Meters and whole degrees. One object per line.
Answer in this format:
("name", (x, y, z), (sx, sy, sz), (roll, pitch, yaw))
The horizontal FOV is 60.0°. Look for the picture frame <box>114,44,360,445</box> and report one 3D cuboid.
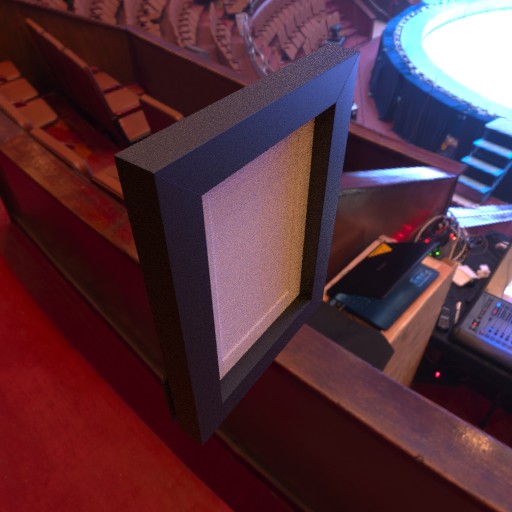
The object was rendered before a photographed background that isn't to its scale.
("picture frame", (0.000, 0.000, 0.275), (0.028, 0.208, 0.157), (26, 48, 26))
